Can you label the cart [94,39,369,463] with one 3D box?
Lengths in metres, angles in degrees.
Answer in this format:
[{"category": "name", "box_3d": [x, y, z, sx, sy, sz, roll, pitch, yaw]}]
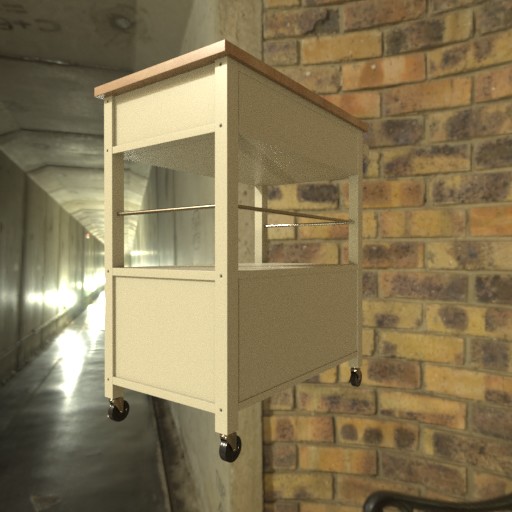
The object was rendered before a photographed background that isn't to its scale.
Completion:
[{"category": "cart", "box_3d": [0.000, 0.000, 1.390, 0.459, 0.901, 0.840, 0, 1, 36]}]
